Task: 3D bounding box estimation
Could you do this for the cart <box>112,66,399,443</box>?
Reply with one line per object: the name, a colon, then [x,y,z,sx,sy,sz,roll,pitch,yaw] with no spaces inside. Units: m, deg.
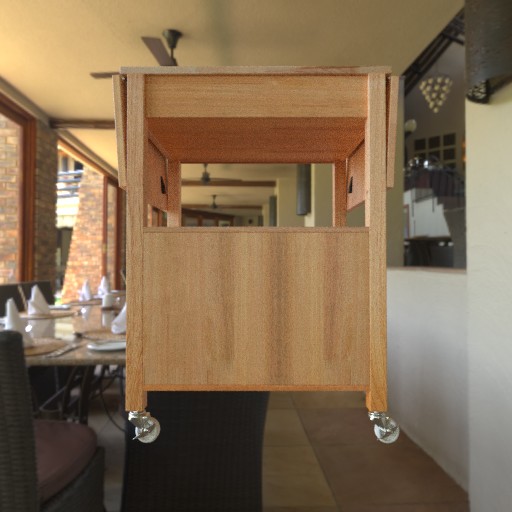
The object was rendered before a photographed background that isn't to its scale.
cart: [0.000,0.000,1.227,0.640,0.838,0.508,0,-1,0]
